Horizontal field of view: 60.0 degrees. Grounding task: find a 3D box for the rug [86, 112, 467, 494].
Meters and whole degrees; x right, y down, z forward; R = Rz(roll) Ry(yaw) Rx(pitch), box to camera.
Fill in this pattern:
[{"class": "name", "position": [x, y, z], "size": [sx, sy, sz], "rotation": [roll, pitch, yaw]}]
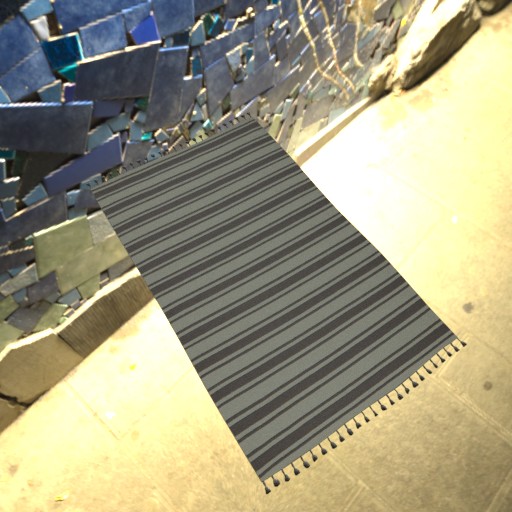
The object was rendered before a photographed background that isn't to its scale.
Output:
[{"class": "rug", "position": [0.000, 0.000, 2.528], "size": [1.229, 0.011, 2.096], "rotation": [-29, 63, -17]}]
